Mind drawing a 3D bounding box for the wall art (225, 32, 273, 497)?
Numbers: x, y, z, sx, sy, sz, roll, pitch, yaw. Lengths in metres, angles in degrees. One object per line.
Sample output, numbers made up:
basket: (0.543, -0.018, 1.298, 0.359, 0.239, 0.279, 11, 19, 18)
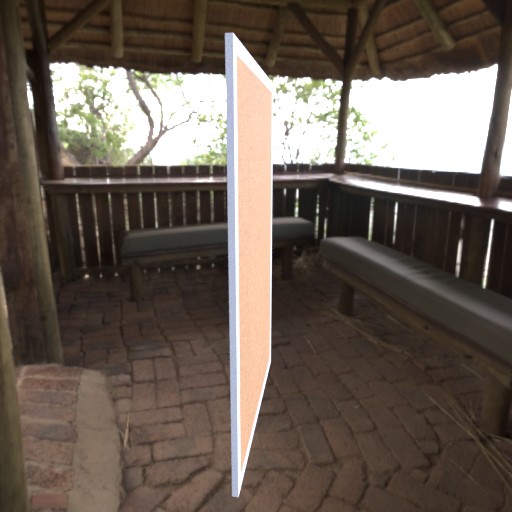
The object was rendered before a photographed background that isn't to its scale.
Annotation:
wall art: (0.000, 0.000, 1.208, 0.015, 0.965, 0.660, 2, 14, 8)
